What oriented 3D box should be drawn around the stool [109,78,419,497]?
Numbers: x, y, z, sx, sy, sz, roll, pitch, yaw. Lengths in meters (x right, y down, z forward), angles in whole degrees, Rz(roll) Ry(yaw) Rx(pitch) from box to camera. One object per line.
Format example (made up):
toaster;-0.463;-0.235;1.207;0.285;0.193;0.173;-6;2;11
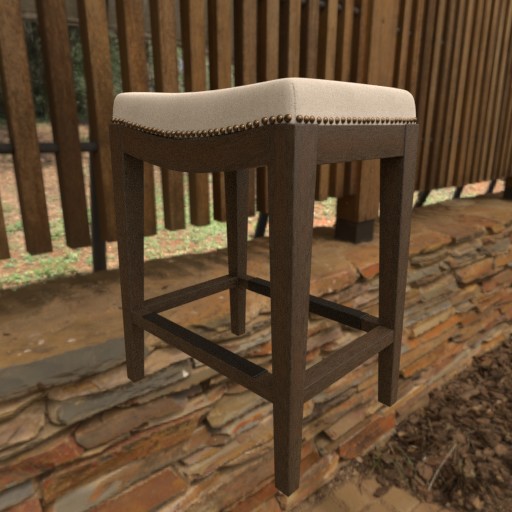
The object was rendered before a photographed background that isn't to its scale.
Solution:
stool;0.000;0.000;0.914;0.500;0.642;0.361;16;23;42
